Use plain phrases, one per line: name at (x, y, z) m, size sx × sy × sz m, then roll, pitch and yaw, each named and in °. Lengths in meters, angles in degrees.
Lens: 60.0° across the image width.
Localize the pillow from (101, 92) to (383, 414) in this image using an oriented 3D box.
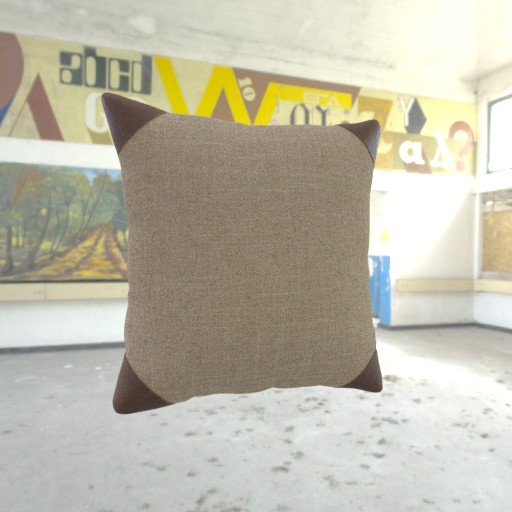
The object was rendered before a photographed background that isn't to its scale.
pillow at (0.000, 0.000, 0.663) m, size 0.437 × 0.448 × 0.147 m, roll 0°, pitch 0°, yaw -18°
